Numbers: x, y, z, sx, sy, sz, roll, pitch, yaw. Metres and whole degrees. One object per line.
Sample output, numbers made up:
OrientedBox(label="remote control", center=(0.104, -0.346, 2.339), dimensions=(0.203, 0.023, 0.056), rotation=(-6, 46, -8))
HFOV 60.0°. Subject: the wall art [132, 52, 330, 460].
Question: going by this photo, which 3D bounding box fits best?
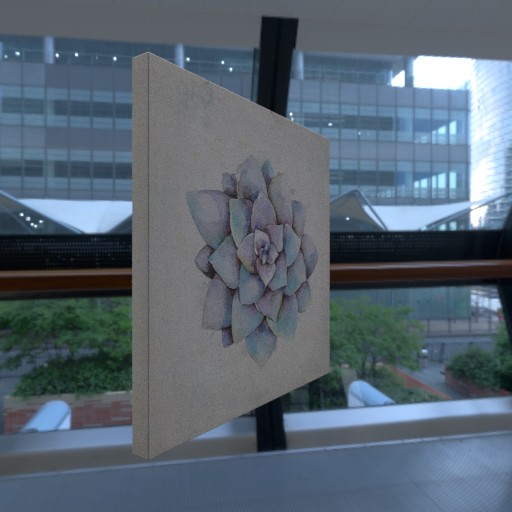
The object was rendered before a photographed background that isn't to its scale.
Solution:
OrientedBox(label="wall art", center=(0.000, 0.000, 0.923), dimensions=(0.040, 0.612, 0.612), rotation=(0, 0, 35))
